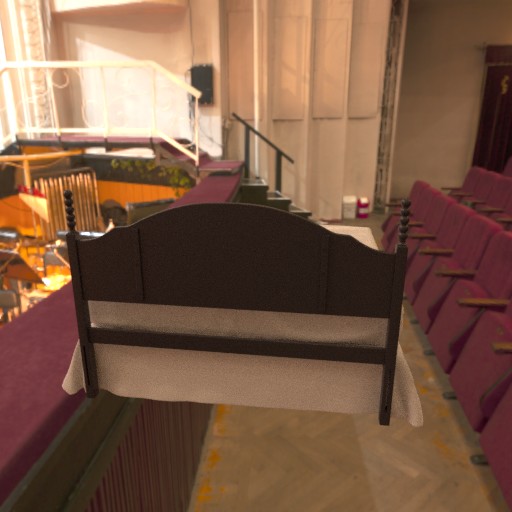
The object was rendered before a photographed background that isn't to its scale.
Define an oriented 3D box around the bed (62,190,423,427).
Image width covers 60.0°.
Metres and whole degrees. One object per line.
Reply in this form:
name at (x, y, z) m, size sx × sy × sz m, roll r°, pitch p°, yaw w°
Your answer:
bed at (0.000, 0.000, 3.598) m, size 2.322 × 1.355 × 2.219 m, roll 2°, pitch 17°, yaw 8°
